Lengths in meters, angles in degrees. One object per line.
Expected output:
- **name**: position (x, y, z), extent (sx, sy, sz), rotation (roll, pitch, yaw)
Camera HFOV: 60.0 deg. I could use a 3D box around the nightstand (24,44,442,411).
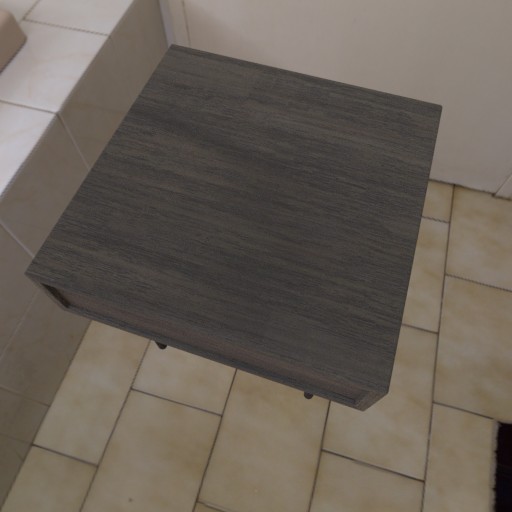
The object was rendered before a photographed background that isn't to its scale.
- **nightstand**: position (0.000, 0.000, 0.896), extent (0.502, 0.497, 0.503), rotation (16, 63, 9)
